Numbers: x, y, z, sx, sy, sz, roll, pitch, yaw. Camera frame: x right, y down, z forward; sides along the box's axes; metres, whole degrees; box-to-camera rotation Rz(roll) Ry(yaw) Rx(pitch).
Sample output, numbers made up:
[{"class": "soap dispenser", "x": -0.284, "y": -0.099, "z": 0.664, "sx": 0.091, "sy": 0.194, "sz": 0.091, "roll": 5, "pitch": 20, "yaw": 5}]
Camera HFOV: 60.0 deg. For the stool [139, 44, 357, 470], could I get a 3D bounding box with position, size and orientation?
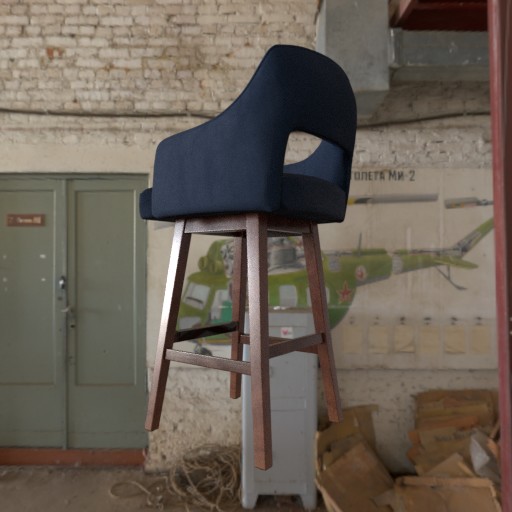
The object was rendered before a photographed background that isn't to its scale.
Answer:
[{"class": "stool", "x": 0.000, "y": 0.000, "z": 1.346, "sx": 0.560, "sy": 1.041, "sz": 0.550, "roll": -1, "pitch": -1, "yaw": 37}]
